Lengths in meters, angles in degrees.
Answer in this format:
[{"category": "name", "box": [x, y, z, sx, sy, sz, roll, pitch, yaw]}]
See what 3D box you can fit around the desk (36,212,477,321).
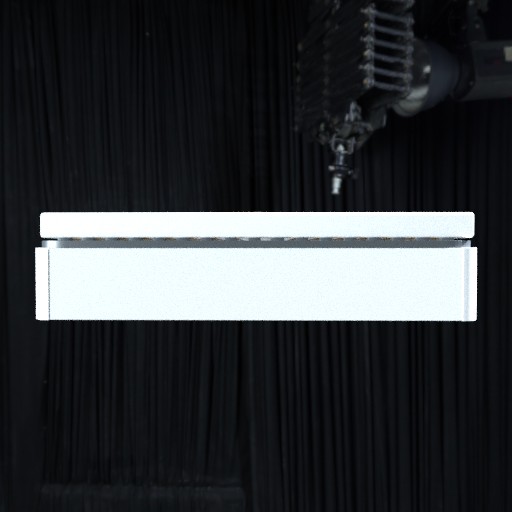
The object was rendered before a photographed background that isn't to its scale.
[{"category": "desk", "box": [0.000, 0.000, 2.306, 1.900, 0.526, 0.900, 0, 1, 1]}]
